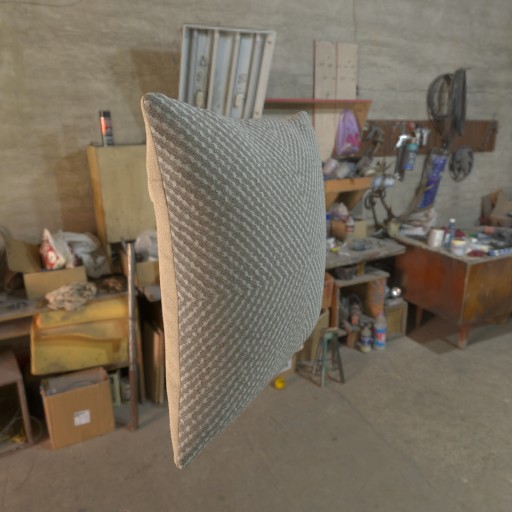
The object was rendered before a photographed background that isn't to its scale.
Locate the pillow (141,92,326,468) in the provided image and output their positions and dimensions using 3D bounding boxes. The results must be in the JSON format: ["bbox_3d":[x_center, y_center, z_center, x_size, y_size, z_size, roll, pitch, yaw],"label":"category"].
[{"bbox_3d":[0.000,0.000,0.704,0.181,0.458,0.459,8,17,26],"label":"pillow"}]
